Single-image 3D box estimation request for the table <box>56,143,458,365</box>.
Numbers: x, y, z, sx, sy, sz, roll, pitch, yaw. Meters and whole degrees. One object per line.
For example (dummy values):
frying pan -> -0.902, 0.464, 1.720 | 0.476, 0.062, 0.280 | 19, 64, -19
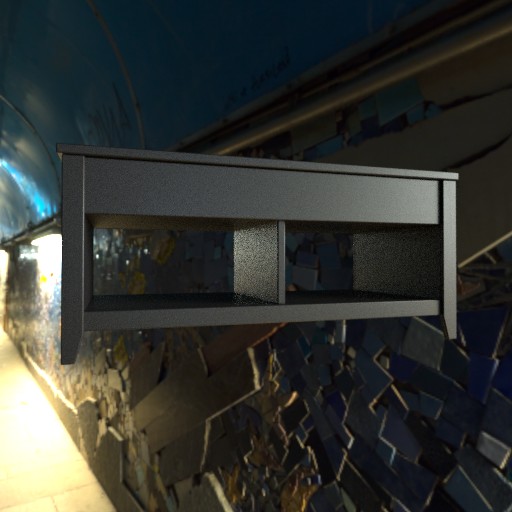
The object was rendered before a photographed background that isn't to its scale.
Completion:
table -> 0.000, 0.000, 1.291 | 1.016, 0.457, 0.483 | 0, -1, -18
